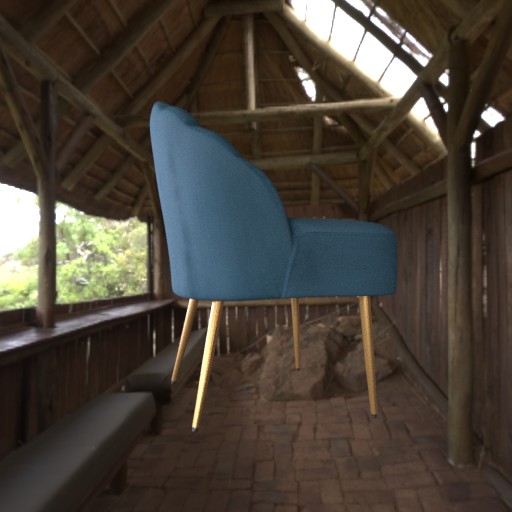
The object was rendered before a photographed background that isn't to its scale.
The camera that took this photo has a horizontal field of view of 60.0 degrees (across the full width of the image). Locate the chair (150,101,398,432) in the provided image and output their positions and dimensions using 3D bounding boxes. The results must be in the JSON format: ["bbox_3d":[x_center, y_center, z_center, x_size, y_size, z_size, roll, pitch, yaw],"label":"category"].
[{"bbox_3d":[0.000,0.000,1.290,0.599,0.819,0.657,0,-1,-17],"label":"chair"}]
